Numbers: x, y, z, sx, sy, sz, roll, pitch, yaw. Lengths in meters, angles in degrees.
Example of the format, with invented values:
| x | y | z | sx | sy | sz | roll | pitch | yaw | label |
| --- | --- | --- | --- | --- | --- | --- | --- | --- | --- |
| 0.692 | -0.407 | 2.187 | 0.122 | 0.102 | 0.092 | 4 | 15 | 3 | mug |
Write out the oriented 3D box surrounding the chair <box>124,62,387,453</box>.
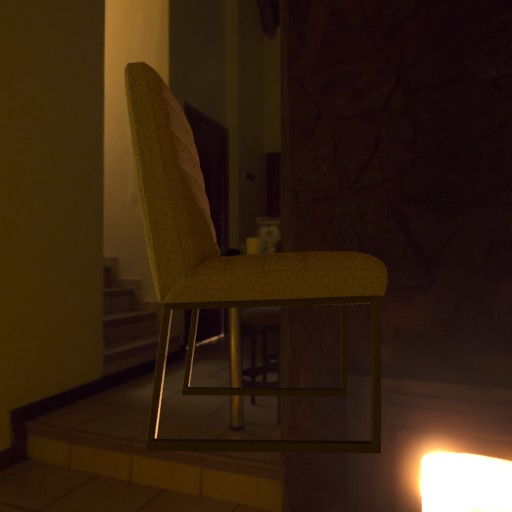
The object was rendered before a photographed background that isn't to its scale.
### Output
| x | y | z | sx | sy | sz | roll | pitch | yaw | label |
| --- | --- | --- | --- | --- | --- | --- | --- | --- | --- |
| 0.000 | 0.000 | 1.280 | 0.634 | 0.930 | 0.520 | 0 | -1 | 2 | chair |
